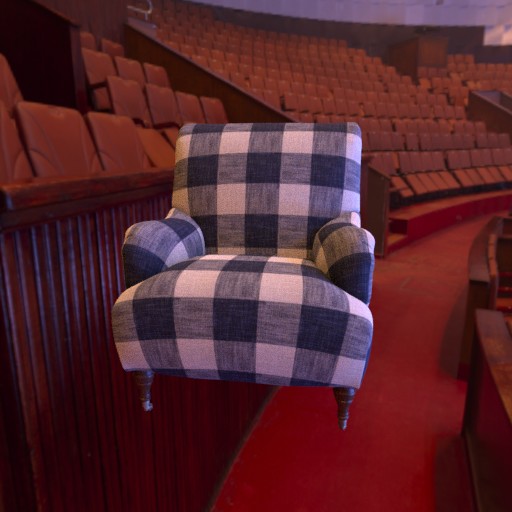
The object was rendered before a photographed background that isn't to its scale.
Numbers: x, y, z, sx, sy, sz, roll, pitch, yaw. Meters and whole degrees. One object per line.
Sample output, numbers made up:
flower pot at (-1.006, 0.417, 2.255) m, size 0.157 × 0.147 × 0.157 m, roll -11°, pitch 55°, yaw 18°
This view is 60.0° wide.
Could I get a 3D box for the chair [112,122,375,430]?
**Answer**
chair at (0.000, 0.000, 1.605) m, size 0.781 × 0.953 × 0.848 m, roll 2°, pitch 14°, yaw 9°
